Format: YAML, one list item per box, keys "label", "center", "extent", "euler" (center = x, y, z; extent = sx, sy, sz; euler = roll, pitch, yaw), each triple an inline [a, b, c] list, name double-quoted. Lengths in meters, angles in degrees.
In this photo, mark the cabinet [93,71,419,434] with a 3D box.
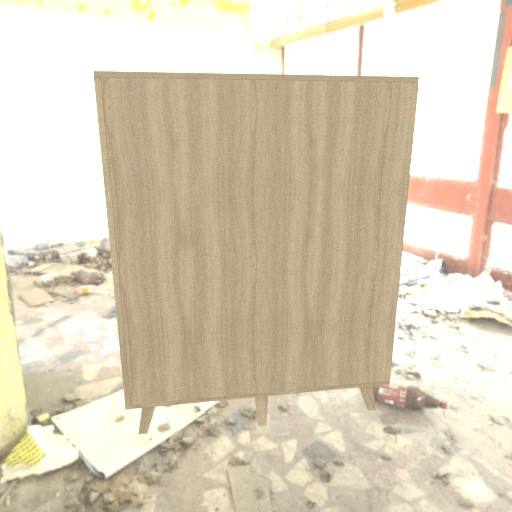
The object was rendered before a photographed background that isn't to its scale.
- label: "cabinet"
  center: [0.000, 0.000, 1.870]
  extent: [1.111, 1.388, 0.398]
  euler: [-3, 17, -9]
